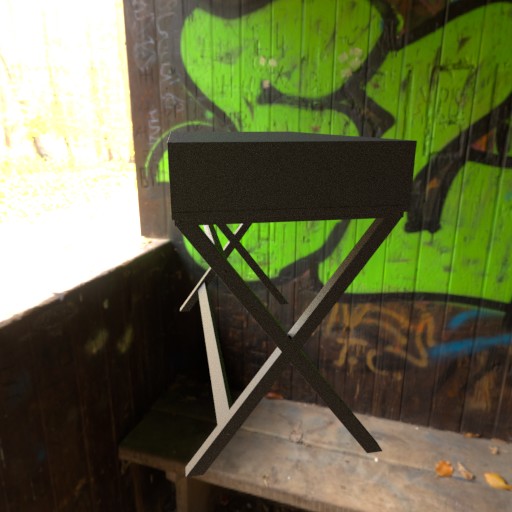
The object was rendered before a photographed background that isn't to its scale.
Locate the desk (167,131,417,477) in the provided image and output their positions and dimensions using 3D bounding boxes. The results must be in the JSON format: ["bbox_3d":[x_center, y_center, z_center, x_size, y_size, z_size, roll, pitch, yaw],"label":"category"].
[{"bbox_3d":[0.000,0.000,1.479,0.525,0.780,1.057,-3,17,-10],"label":"desk"}]
